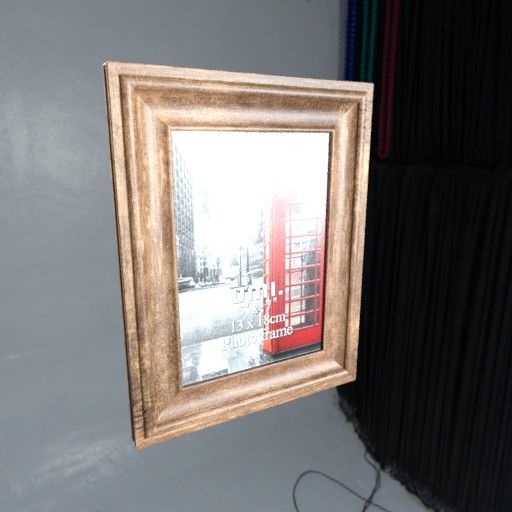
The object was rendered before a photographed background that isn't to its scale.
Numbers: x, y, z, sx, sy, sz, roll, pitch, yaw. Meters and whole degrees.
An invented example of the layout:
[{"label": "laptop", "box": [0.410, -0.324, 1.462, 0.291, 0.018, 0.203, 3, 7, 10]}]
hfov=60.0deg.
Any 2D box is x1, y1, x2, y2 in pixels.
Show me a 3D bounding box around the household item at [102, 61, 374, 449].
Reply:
[{"label": "household item", "box": [0.000, 0.000, 0.310, 0.186, 0.237, 0.018, -8, 16, -28]}]
